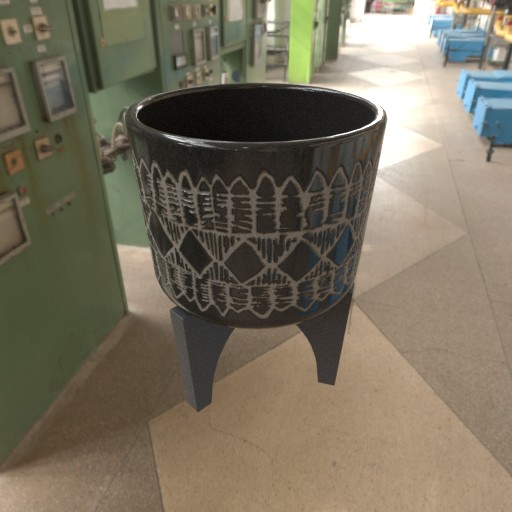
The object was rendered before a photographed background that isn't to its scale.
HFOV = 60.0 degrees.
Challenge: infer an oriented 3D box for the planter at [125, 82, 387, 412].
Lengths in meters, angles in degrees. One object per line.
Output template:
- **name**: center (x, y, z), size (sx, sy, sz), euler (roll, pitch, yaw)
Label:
- **planter**: center (0.000, 0.000, 0.270), size (0.129, 0.177, 0.129), euler (0, 31, 0)
